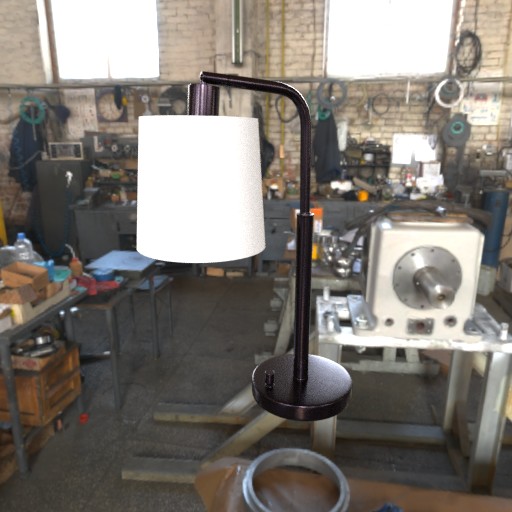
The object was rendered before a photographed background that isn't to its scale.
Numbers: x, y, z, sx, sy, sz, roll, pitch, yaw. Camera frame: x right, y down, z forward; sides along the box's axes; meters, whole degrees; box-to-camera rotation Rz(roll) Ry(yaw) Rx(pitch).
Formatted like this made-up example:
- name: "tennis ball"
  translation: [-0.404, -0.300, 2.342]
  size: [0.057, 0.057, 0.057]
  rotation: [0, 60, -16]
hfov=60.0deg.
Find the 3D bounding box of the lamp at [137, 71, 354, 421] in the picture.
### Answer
- name: "lamp"
  translation: [0.000, 0.000, 0.640]
  size: [0.333, 0.489, 0.171]
  rotation: [-7, 17, -24]
